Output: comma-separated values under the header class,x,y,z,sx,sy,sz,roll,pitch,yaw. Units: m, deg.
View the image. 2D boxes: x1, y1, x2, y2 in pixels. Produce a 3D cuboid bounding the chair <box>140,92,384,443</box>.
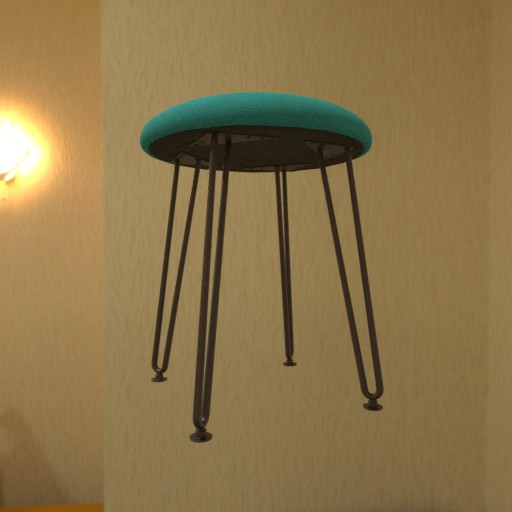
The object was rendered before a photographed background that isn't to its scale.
class,x,y,z,sx,sy,sz,roll,pitch,yaw
chair,0.000,0.000,0.693,0.350,0.430,0.350,-1,1,-35
